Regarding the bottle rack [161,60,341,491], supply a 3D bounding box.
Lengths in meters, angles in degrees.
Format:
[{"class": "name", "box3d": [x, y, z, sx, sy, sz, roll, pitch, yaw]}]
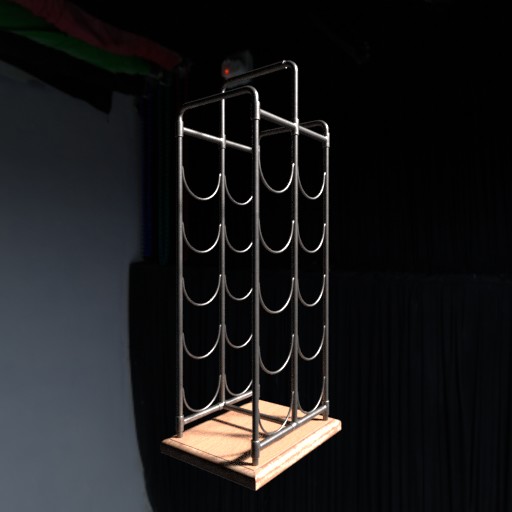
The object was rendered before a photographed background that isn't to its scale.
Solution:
[{"class": "bottle rack", "box3d": [0.000, 0.000, 0.812, 0.208, 0.680, 0.276, 1, 1, 37]}]
